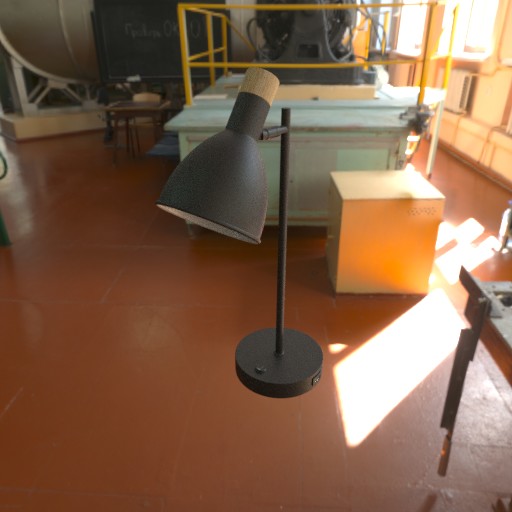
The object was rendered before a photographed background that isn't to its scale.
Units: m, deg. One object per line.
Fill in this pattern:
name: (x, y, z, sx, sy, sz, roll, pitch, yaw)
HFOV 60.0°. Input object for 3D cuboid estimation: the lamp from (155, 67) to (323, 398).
lamp: (0.000, 0.000, 0.615, 0.152, 0.483, 0.287, 19, 32, 33)
